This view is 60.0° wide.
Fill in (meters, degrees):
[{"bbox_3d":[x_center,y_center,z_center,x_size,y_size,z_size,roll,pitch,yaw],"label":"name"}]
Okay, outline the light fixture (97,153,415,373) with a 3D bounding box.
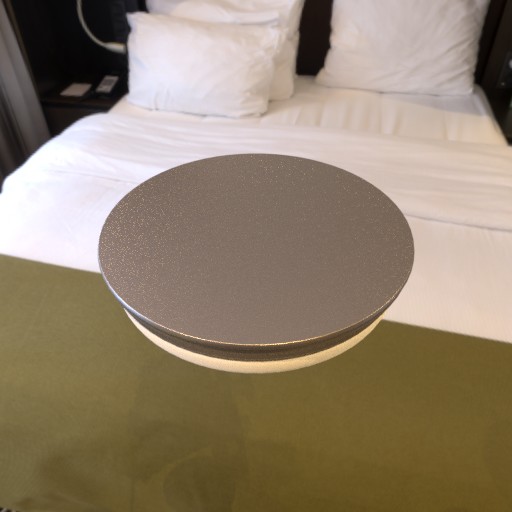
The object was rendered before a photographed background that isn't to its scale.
[{"bbox_3d":[0.000,0.000,0.563,0.368,0.100,0.368,0,40,0],"label":"light fixture"}]
